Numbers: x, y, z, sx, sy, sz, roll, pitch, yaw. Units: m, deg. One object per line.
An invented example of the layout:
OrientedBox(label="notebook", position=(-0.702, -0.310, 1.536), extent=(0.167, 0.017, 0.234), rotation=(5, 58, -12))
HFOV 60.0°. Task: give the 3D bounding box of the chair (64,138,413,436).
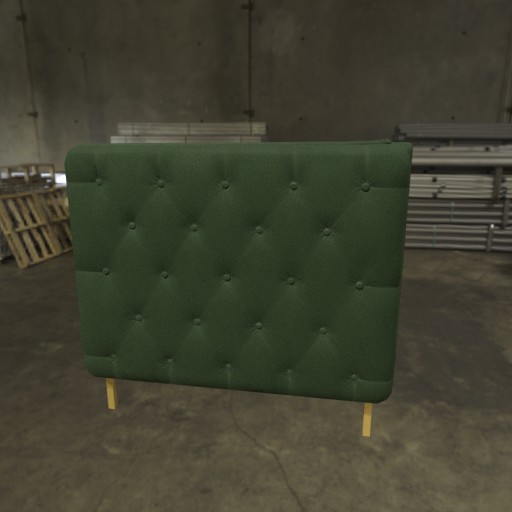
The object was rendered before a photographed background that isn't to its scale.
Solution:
OrientedBox(label="chair", position=(0.000, 0.000, 1.522), extent=(0.855, 0.768, 0.917), rotation=(2, 14, 10))
